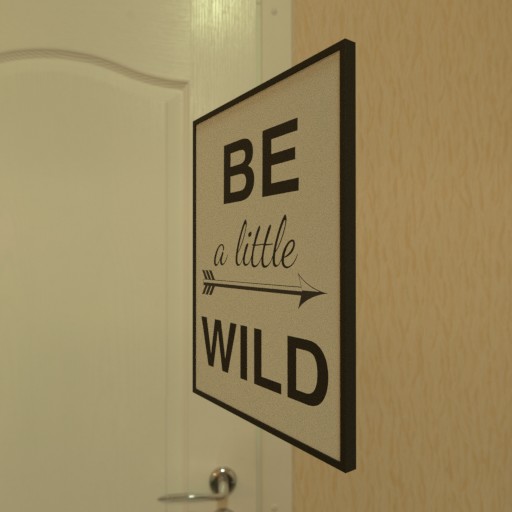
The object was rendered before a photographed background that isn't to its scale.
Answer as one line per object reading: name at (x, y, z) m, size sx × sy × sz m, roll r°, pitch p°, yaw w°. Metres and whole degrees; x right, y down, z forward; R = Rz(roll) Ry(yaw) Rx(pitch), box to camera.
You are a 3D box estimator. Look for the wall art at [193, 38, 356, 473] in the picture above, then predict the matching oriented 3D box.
wall art at (0.000, 0.000, 1.421) m, size 0.038 × 1.062 × 0.806 m, roll 0°, pitch 0°, yaw -35°
